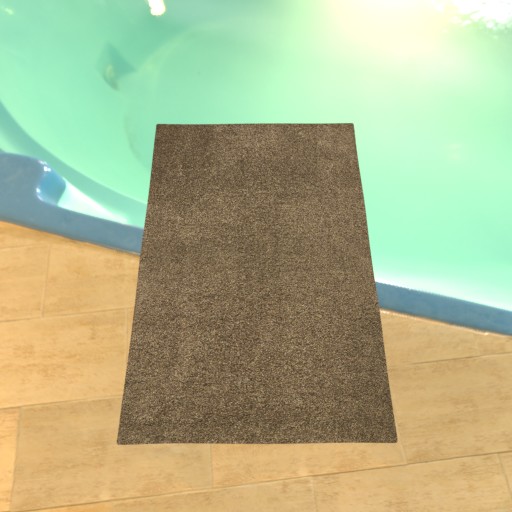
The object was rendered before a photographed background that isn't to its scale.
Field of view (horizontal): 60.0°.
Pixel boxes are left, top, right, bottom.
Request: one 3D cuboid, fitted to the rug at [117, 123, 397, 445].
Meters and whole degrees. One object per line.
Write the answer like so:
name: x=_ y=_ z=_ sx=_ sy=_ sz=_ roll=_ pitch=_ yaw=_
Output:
rug: x=0.000 y=0.000 z=3.448 sx=1.802 sy=0.026 sz=2.699 roll=0 pitch=63 yaw=0
